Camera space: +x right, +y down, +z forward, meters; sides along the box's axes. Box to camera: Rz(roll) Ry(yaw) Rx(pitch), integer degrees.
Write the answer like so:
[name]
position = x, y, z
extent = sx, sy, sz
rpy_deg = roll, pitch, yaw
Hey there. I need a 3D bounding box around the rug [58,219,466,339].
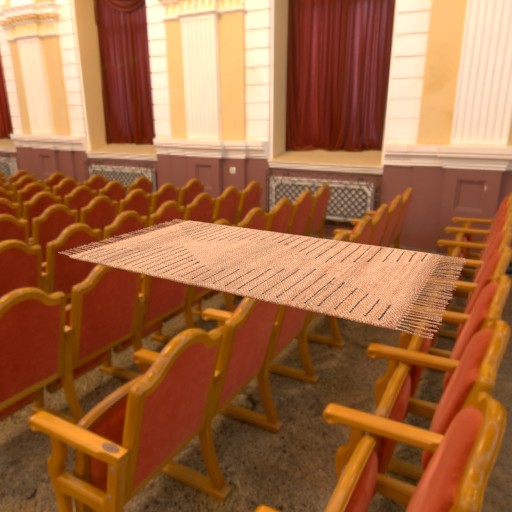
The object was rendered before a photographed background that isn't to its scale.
[rug]
position = 0.000, 0.000, 2.057
extent = 1.718, 0.017, 0.905
rpy_deg = 10, 19, 29
